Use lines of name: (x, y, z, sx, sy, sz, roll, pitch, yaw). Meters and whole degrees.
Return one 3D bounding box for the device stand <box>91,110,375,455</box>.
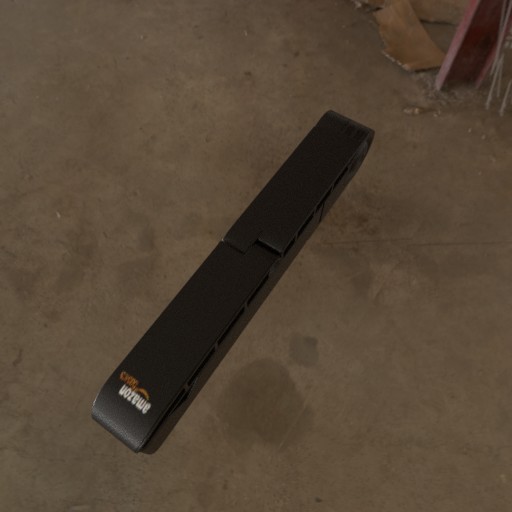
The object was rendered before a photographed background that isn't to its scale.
device stand: (0.000, 0.000, 0.195, 0.026, 0.030, 0.179, 31, 67, 15)
